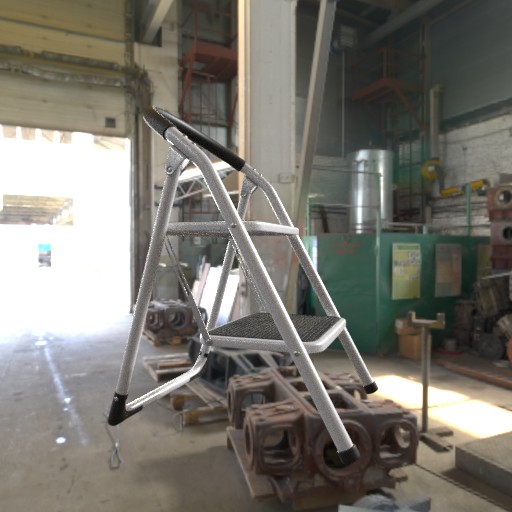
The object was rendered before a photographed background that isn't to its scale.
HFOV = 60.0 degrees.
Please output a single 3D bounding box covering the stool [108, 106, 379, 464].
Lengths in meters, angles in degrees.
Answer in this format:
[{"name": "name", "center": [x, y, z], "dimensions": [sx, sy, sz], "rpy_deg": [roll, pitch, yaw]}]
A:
[{"name": "stool", "center": [0.000, 0.000, 1.100], "dimensions": [0.559, 0.760, 0.453], "rpy_deg": [0, 1, 20]}]
